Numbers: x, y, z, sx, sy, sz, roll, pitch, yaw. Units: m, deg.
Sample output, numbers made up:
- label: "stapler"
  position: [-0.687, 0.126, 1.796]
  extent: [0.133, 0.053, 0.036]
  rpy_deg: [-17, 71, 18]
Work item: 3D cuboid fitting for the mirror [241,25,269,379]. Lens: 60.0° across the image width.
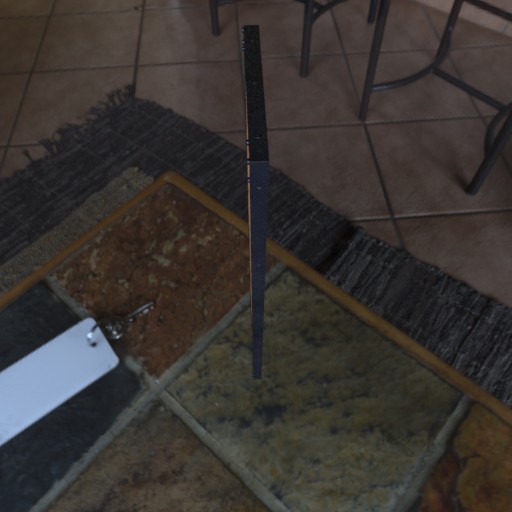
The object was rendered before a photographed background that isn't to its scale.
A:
- label: "mirror"
  position: [0.000, 0.000, 1.193]
  extent: [0.042, 1.080, 0.354]
  rpy_deg: [-2, 58, -1]
